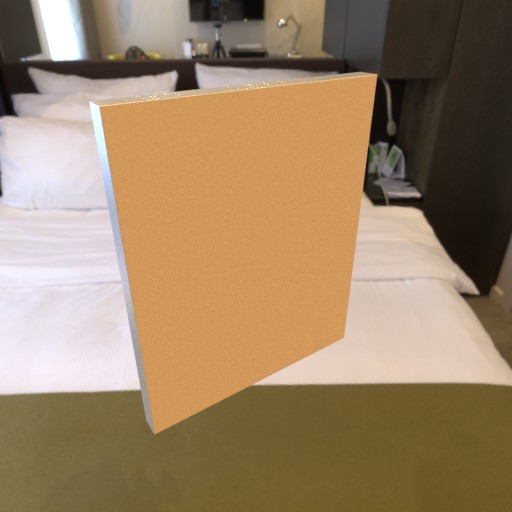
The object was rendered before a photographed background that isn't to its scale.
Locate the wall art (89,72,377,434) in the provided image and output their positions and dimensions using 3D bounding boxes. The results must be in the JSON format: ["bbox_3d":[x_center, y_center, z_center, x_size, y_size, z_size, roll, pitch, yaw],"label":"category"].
[{"bbox_3d":[0.000,0.000,0.757,0.452,0.549,0.038,-19,35,-29],"label":"wall art"}]
